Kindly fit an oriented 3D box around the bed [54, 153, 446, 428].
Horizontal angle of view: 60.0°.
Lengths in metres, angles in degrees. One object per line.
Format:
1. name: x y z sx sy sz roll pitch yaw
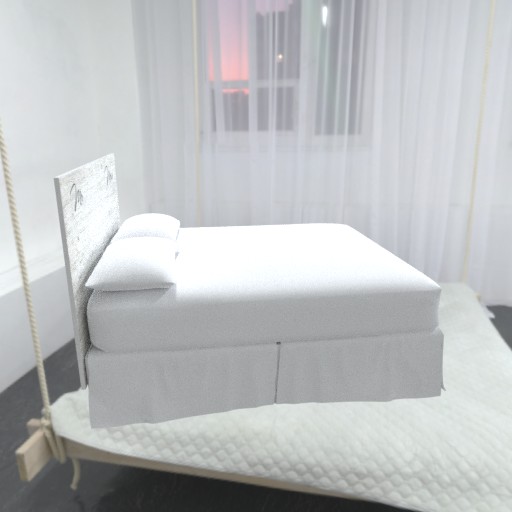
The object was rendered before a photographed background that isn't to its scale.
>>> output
1. bed: 0.000 0.000 3.134 2.094 1.335 1.745 -2 17 -8
